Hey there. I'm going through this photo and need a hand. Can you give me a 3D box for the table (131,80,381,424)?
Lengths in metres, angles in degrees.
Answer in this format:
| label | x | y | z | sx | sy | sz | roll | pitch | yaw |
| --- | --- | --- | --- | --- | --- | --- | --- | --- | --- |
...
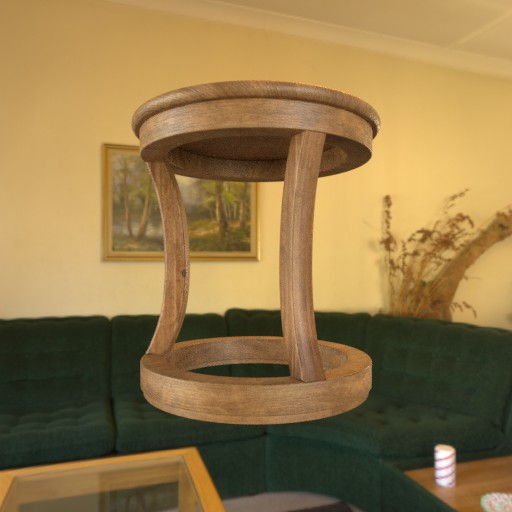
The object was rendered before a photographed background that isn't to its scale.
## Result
| label | x | y | z | sx | sy | sz | roll | pitch | yaw |
| --- | --- | --- | --- | --- | --- | --- | --- | --- | --- |
| table | 0.000 | 0.000 | 0.794 | 0.432 | 0.460 | 0.432 | 0 | -1 | 0 |
